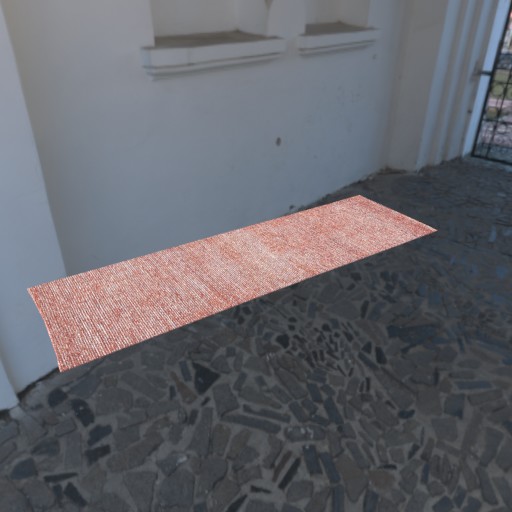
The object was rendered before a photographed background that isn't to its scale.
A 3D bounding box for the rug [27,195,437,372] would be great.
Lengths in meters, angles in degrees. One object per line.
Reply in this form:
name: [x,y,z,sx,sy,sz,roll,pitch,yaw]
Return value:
rug: [0.000,0.000,2.583,2.353,0.013,0.718,-18,34,-28]
